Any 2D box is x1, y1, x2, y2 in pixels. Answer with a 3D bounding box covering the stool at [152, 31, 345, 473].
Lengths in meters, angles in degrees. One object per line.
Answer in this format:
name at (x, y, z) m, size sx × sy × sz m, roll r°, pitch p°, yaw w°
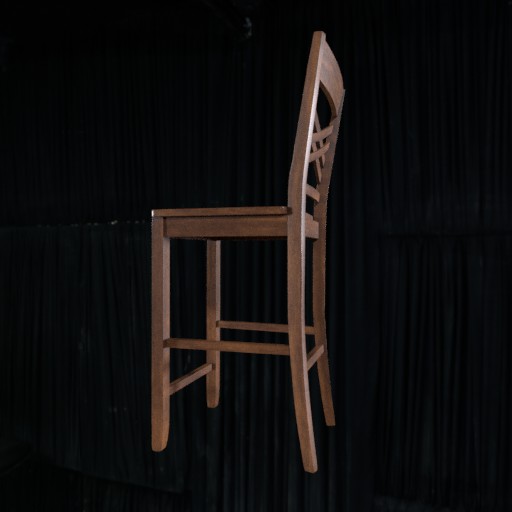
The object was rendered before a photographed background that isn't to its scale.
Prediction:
stool at (0.000, 0.000, 1.350) m, size 0.504 × 1.098 × 0.426 m, roll 0°, pitch 0°, yaw 18°
